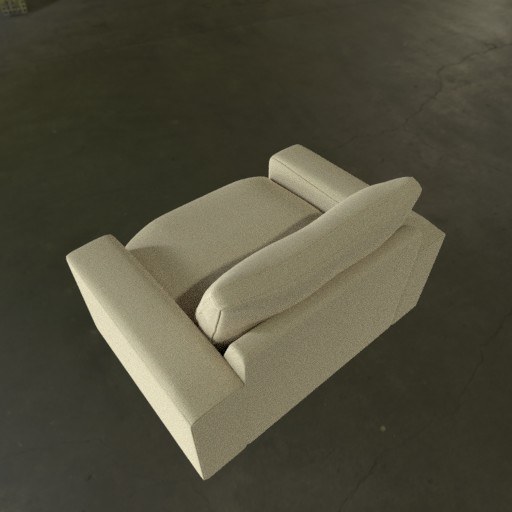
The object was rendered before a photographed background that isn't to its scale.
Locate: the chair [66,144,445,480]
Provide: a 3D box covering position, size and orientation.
[{"bbox_3d":[0.000,0.000,2.049,1.398,0.915,1.039,-31,54,-26],"label":"chair"}]
